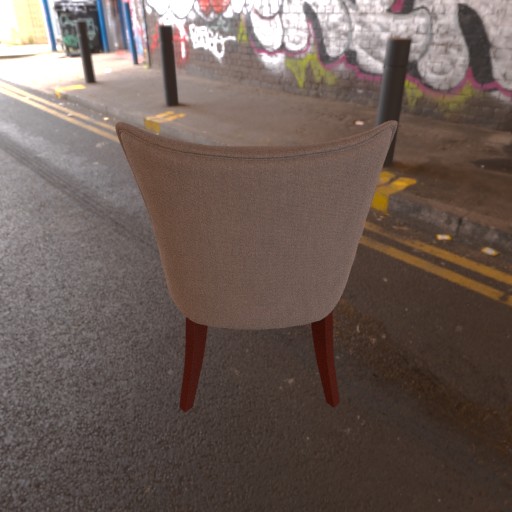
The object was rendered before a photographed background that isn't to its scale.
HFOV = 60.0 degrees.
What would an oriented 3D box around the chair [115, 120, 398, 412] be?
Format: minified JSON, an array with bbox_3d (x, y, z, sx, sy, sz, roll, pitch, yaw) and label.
[{"bbox_3d":[0.000,0.000,1.476,0.732,0.948,0.677,-1,30,-2],"label":"chair"}]
